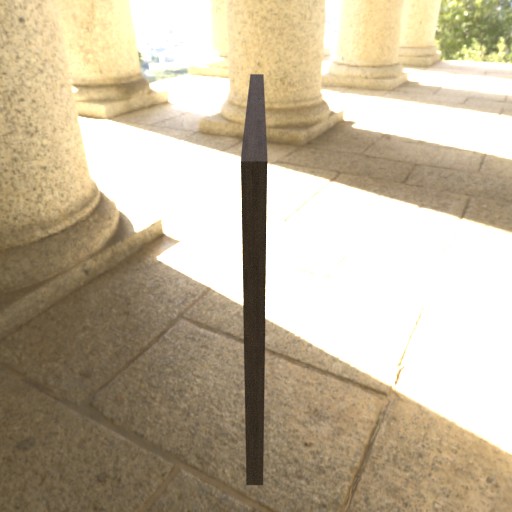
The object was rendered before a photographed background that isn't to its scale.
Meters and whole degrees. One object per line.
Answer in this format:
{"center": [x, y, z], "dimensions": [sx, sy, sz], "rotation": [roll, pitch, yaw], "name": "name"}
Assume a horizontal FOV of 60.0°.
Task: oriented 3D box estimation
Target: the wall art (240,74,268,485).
{"center": [0.000, 0.000, 1.142], "dimensions": [0.038, 0.762, 0.762], "rotation": [0, 31, 0], "name": "wall art"}
